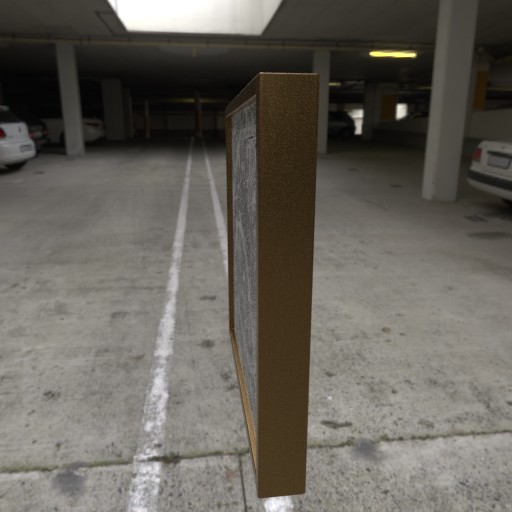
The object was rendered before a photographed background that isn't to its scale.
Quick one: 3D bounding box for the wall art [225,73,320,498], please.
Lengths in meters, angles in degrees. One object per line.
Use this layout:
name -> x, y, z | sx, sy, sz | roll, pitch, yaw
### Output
wall art -> 0.000, 0.000, 0.449 | 0.037, 0.305, 0.305 | -2, 15, -7
